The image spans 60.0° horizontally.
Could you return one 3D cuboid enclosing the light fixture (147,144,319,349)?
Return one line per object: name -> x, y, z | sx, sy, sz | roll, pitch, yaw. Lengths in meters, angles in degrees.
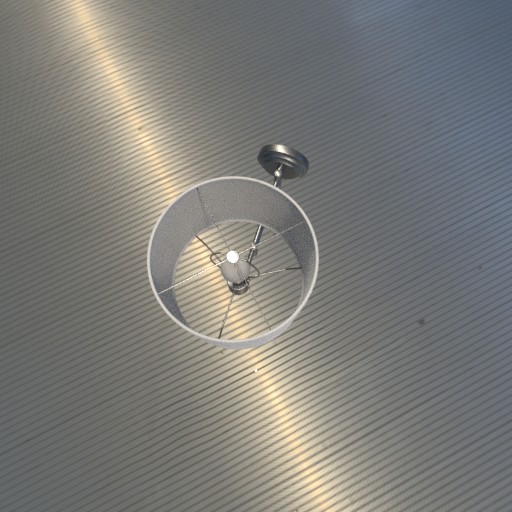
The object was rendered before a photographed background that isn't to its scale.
light fixture -> 0.000, 0.000, 1.083 | 0.253, 0.842, 0.479 | 17, 76, 4
